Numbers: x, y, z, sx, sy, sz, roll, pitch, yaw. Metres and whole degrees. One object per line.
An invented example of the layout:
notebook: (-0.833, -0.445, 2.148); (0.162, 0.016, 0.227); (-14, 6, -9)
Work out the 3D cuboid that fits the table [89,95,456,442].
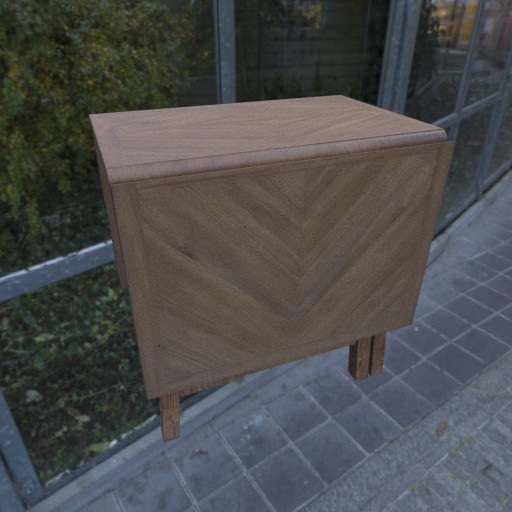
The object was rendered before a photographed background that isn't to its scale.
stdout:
table: (0.000, 0.000, 1.644); (0.967, 0.981, 0.701); (-11, 32, -19)
